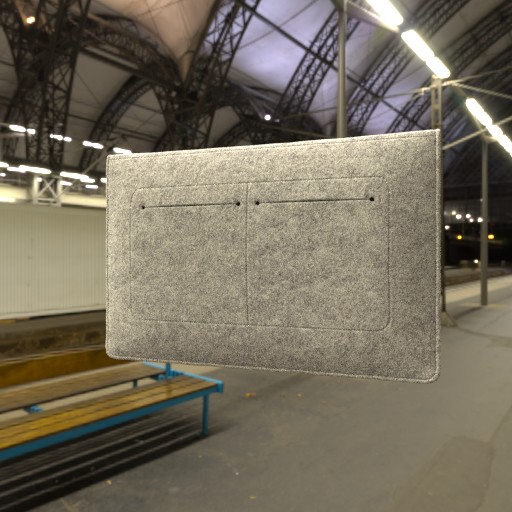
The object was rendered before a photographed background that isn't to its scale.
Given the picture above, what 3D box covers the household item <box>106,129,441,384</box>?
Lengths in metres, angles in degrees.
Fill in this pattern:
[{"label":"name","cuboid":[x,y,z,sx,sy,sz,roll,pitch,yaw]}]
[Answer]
[{"label":"household item","cuboid":[0.000,0.000,0.435,0.335,0.221,0.057,0,0,17]}]
